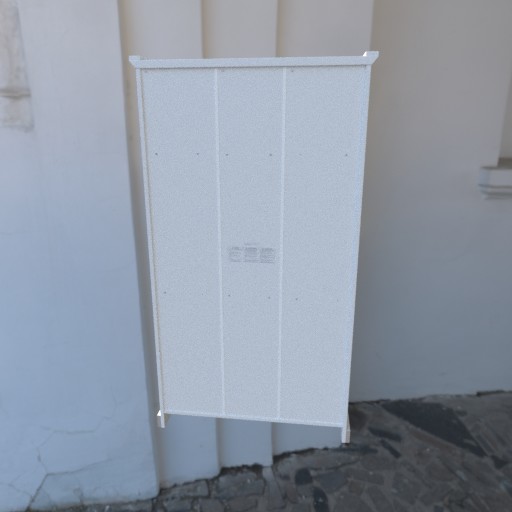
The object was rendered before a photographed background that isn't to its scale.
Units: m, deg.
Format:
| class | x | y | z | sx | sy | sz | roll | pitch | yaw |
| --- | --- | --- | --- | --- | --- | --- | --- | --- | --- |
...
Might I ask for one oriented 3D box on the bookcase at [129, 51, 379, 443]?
| class | x | y | z | sx | sy | sz | roll | pitch | yaw |
| --- | --- | --- | --- | --- | --- | --- | --- | --- | --- |
| bookcase | 0.000 | 0.000 | 2.313 | 1.050 | 1.880 | 0.432 | 2 | 17 | 7 |
